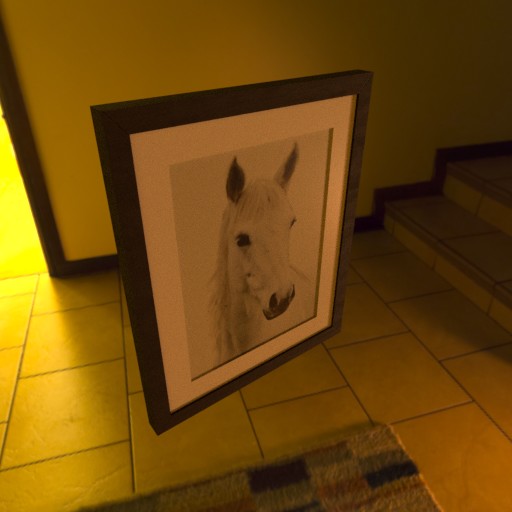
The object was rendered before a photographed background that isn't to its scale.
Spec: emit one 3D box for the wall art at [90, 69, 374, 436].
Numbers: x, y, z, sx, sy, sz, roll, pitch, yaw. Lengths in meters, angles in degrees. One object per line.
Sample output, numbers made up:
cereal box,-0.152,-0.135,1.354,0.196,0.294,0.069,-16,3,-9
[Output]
wall art,0.000,0.000,0.759,0.455,0.552,0.034,-21,37,-31
